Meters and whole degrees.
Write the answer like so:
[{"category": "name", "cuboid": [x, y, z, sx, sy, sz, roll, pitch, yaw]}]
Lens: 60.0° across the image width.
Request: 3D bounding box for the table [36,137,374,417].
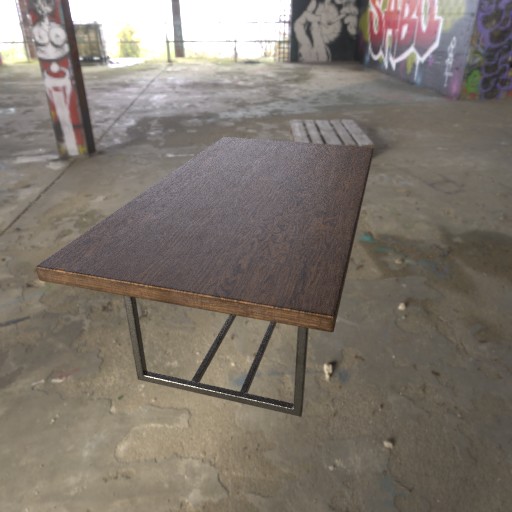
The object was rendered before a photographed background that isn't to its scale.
[{"category": "table", "cuboid": [0.000, 0.000, 2.489, 1.078, 0.795, 1.989, 8, 30, 14]}]
